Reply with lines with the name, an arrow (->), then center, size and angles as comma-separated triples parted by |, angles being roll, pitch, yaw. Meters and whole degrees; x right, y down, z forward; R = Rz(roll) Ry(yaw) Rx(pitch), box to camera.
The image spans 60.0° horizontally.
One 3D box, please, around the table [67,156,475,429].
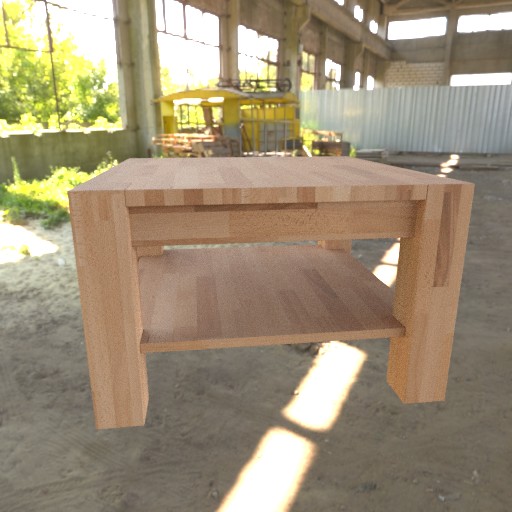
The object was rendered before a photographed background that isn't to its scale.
table -> 0.000, 0.000, 1.147 | 0.700, 0.451, 0.700 | -2, 17, -7
